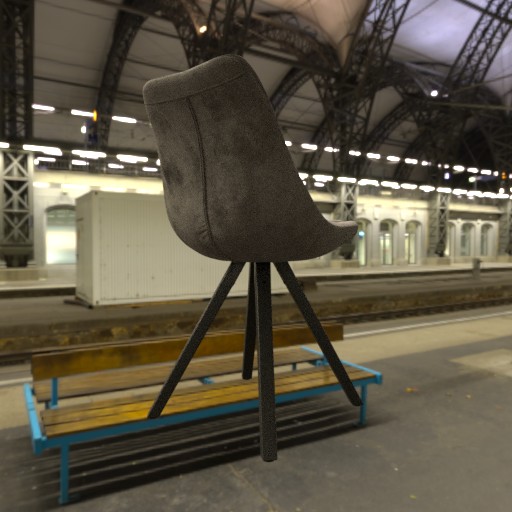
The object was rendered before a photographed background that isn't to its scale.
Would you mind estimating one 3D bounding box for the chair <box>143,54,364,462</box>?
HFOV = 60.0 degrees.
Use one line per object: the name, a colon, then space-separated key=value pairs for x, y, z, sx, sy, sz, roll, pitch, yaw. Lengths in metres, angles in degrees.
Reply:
chair: x=0.000 y=0.000 z=1.204 sx=0.485 sy=0.850 sz=0.550 roll=1 pitch=2 yaw=37
